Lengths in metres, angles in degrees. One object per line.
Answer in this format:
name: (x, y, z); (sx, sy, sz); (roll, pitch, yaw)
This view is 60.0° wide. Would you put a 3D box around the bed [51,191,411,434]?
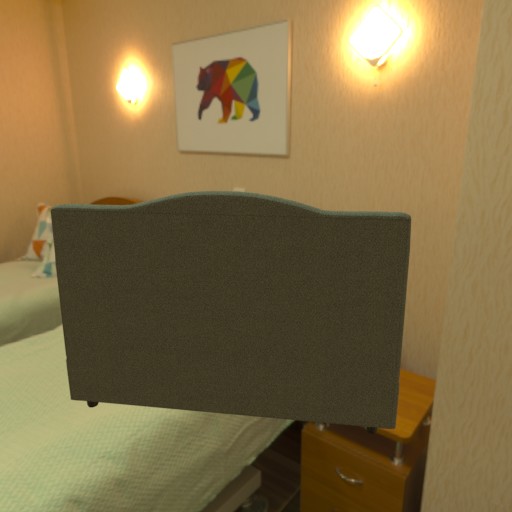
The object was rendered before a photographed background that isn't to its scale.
bed: (0.000, 0.000, 3.889); (2.161, 1.457, 2.689); (2, 16, 8)
